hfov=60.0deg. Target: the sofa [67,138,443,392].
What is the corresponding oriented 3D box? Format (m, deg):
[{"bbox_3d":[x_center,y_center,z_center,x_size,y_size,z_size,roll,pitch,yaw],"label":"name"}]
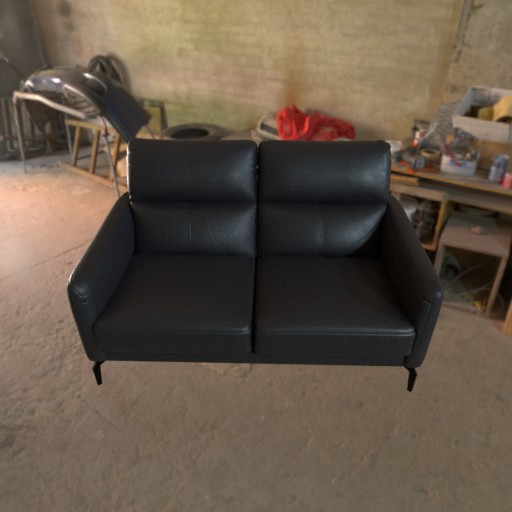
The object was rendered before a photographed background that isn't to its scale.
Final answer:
[{"bbox_3d":[0.000,0.000,2.209,1.596,0.920,0.958,1,31,1],"label":"sofa"}]
